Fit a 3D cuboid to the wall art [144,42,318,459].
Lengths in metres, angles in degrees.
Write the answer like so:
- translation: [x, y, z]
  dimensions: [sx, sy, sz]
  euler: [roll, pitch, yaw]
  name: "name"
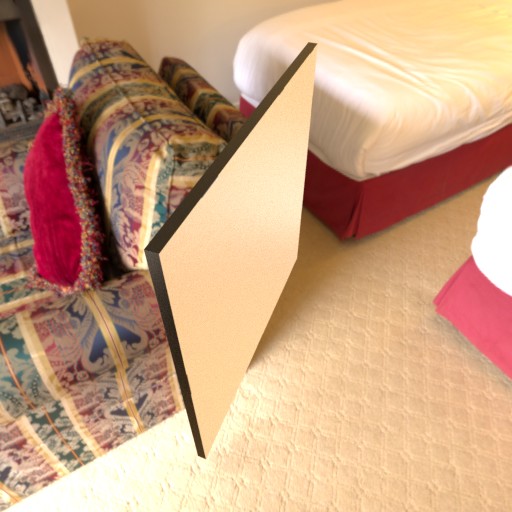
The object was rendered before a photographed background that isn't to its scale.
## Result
- translation: [0.000, 0.000, 0.649]
  dimensions: [0.014, 0.445, 0.446]
  euler: [16, 48, 15]
  name: "wall art"
